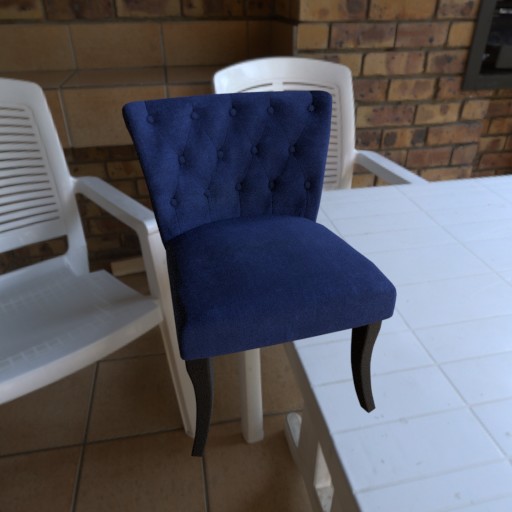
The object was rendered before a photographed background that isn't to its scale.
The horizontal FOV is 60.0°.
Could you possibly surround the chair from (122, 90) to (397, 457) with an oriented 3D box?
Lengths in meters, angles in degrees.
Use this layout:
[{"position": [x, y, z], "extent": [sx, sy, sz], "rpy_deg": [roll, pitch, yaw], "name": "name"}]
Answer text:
[{"position": [0.000, 0.000, 1.209], "extent": [0.585, 0.753, 0.606], "rpy_deg": [-9, 32, -14], "name": "chair"}]
